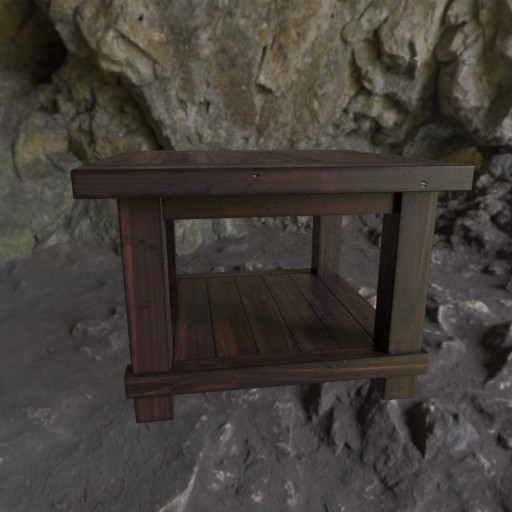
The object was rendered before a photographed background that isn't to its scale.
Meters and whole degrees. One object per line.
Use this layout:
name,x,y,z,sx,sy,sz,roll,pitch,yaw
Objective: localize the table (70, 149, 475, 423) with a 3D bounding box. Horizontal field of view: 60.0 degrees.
table,0.000,0.000,0.992,0.606,0.437,0.593,-2,16,-8
